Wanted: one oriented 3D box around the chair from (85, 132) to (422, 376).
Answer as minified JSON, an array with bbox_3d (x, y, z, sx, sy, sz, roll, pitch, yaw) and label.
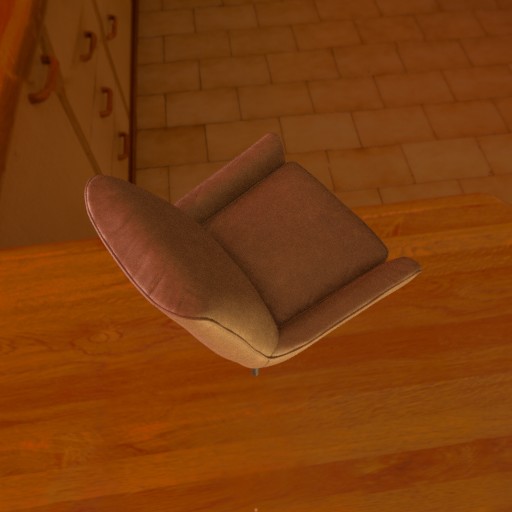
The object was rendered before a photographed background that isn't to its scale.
[{"bbox_3d":[0.000,0.000,1.515,0.824,0.888,0.787,-34,66,-18],"label":"chair"}]
